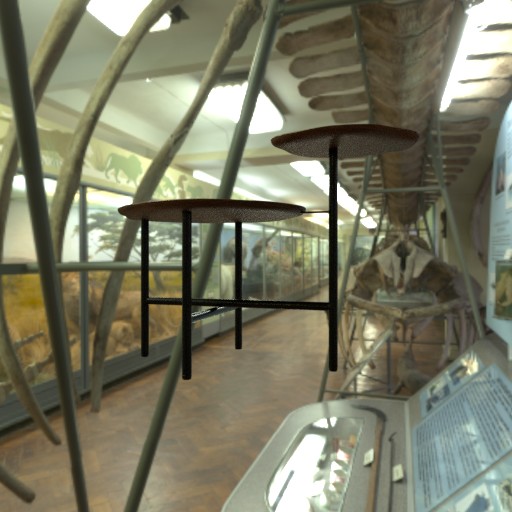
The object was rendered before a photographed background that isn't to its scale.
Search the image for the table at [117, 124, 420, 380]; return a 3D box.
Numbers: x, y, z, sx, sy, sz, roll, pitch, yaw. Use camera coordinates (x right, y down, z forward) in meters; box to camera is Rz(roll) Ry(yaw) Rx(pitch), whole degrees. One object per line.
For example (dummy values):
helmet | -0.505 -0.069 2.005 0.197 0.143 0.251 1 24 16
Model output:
table | 0.000 0.000 1.092 0.759 0.538 0.442 0 0 19
